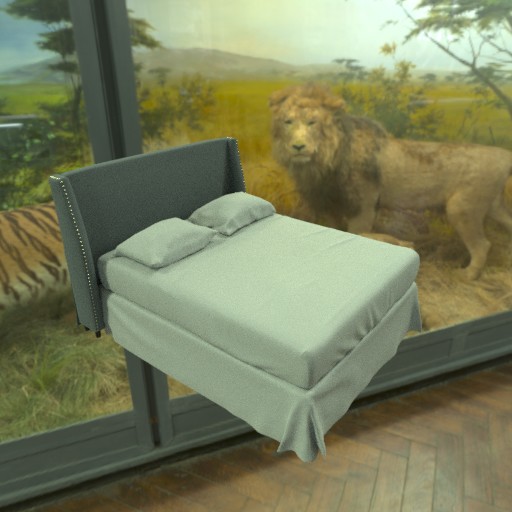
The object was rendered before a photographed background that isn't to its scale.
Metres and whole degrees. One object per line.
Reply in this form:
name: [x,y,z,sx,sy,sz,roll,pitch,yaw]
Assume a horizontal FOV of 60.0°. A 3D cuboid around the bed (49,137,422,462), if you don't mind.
bed: [0.000,0.000,3.445,2.276,1.332,1.925,19,31,34]
